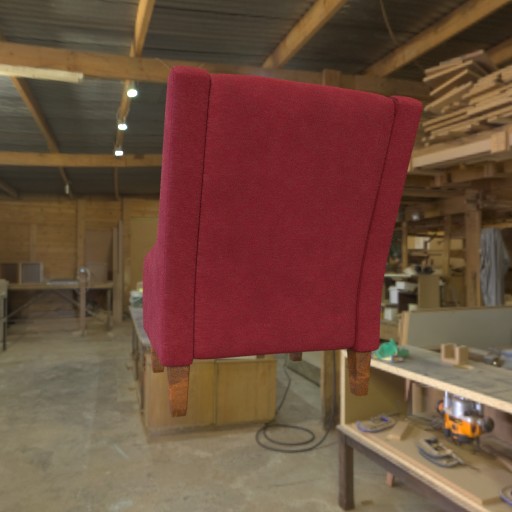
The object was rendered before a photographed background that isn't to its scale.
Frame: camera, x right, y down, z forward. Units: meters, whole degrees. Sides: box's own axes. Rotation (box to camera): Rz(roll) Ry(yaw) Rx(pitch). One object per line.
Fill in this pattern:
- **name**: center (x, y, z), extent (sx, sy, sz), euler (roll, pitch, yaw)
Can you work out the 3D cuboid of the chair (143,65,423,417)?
- **chair**: center (0.000, 0.000, 1.716), extent (0.793, 1.017, 0.985), euler (0, 0, -19)
